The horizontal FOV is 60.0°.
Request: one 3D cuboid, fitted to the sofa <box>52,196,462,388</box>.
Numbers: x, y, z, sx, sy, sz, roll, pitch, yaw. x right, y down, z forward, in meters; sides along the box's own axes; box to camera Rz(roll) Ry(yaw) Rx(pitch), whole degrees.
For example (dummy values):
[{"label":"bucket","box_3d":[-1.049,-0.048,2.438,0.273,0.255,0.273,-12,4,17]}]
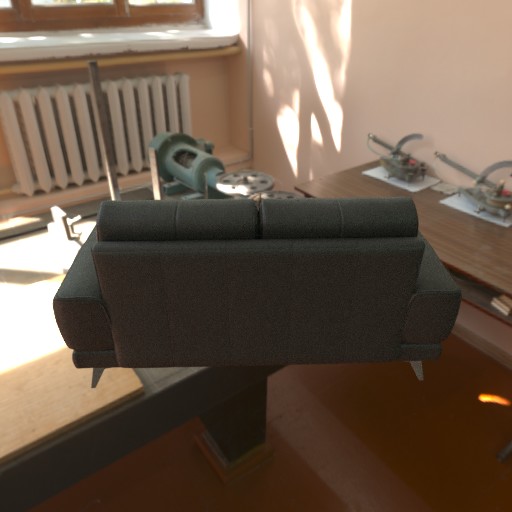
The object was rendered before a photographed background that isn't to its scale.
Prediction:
[{"label":"sofa","box_3d":[0.000,0.000,2.345,1.806,0.907,1.018,-1,31,-2]}]
